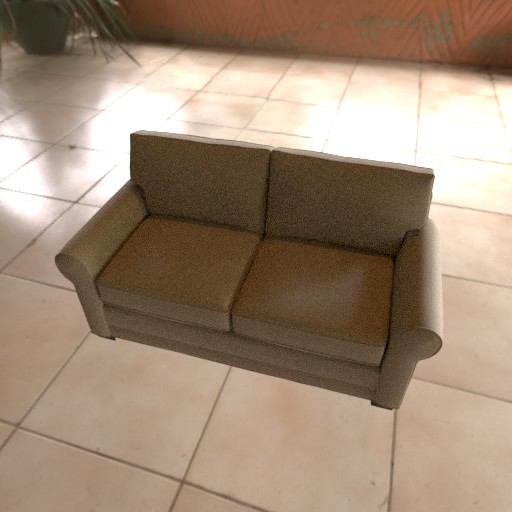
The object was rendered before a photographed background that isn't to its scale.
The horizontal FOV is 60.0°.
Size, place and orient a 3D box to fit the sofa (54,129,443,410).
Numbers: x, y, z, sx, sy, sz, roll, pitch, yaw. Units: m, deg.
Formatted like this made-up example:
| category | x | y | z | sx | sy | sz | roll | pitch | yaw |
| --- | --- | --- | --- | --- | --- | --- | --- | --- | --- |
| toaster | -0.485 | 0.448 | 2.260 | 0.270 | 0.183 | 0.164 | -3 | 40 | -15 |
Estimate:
| category | x | y | z | sx | sy | sz | roll | pitch | yaw |
| --- | --- | --- | --- | --- | --- | --- | --- | --- | --- |
| sofa | 0.000 | 0.000 | 2.280 | 1.774 | 0.933 | 0.861 | 11 | 42 | 12 |
